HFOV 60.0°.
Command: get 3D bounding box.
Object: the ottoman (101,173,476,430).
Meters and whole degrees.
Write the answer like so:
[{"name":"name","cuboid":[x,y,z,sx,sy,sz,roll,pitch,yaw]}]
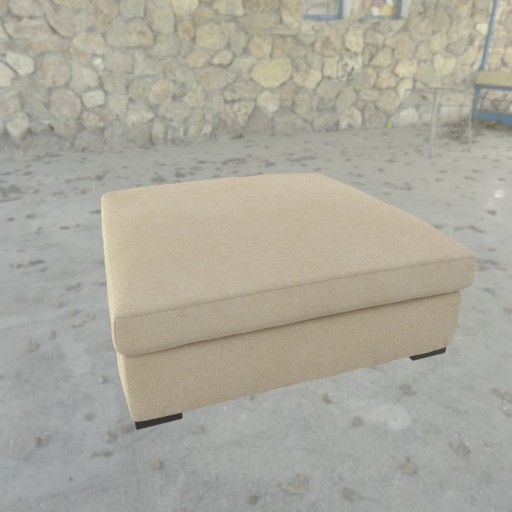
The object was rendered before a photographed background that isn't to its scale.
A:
[{"name":"ottoman","cuboid":[0.000,0.000,1.874,1.205,0.522,1.190,-8,26,-18]}]
